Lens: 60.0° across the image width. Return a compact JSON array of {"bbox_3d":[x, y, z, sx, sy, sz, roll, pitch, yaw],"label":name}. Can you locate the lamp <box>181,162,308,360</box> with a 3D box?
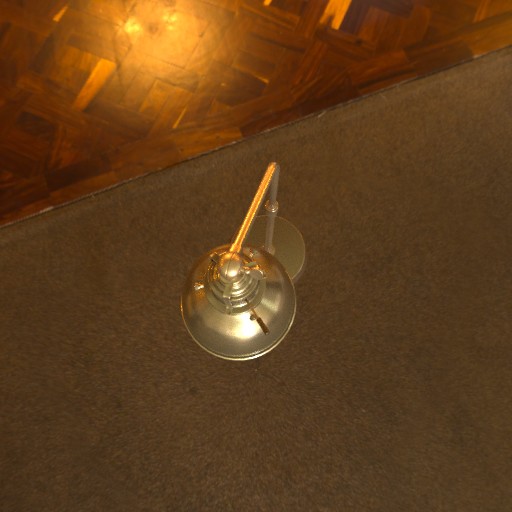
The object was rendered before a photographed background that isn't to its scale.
[{"bbox_3d":[0.000,0.000,0.605,0.153,0.456,0.286,18,76,5],"label":"lamp"}]
